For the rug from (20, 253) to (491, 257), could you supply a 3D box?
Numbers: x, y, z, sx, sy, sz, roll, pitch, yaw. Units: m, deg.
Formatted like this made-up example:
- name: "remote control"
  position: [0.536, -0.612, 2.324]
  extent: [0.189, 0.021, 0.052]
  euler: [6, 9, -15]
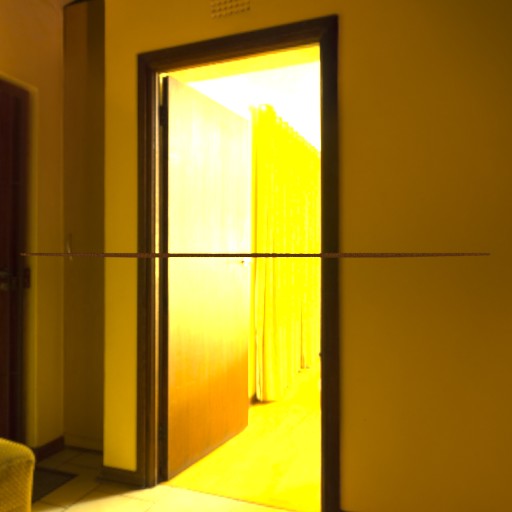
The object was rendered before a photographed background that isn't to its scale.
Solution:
- name: "rug"
  position: [0.000, 0.000, 4.083]
  extent: [3.050, 0.016, 2.441]
  euler: [0, -1, 0]
